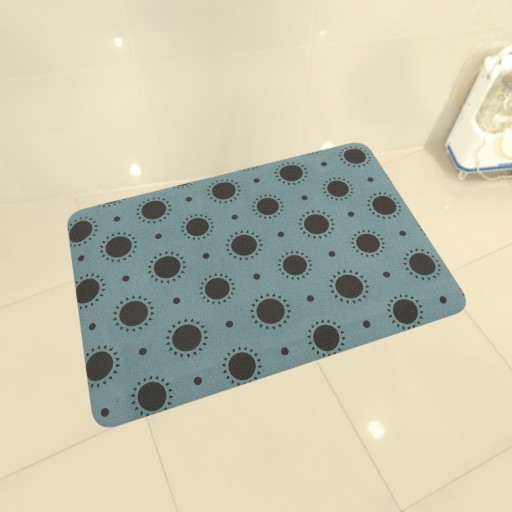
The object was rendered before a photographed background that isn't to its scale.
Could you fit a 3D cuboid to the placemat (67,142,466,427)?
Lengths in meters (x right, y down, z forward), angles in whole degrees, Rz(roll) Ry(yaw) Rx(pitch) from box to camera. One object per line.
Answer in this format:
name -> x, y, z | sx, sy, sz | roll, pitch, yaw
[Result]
placemat -> 0.000, 0.000, 0.958 | 0.762, 0.021, 0.508 | -16, 59, -10
